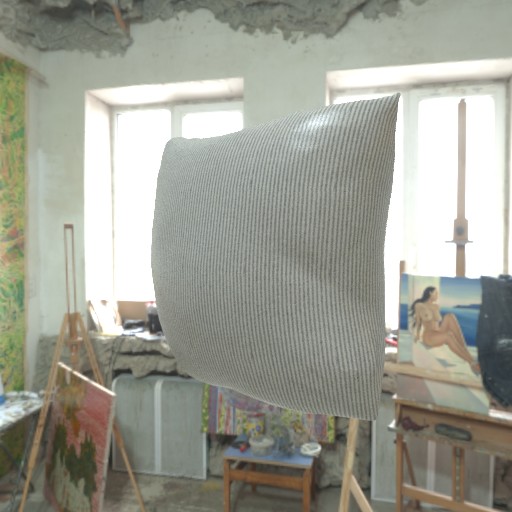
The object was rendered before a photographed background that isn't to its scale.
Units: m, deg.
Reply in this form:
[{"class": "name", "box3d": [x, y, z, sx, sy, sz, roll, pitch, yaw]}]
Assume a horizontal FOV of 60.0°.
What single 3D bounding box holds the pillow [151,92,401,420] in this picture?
[{"class": "pillow", "box3d": [0.000, 0.000, 0.696, 0.310, 0.432, 0.387, 0, 2, -17]}]
